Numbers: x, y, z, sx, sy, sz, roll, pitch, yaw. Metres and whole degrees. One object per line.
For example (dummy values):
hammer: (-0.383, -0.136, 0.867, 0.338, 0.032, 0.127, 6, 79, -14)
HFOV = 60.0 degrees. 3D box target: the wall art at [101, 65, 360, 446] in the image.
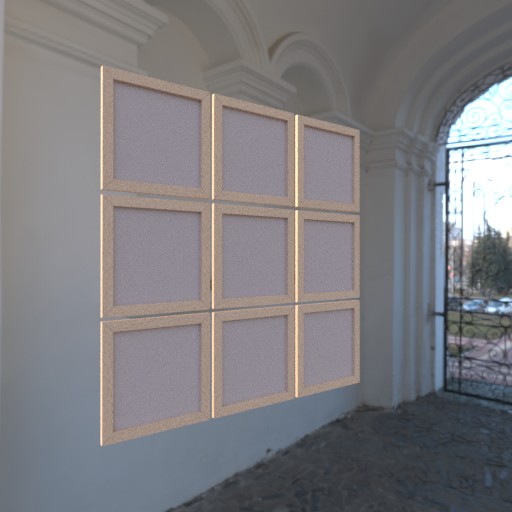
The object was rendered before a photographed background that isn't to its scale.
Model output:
wall art: (0.000, 0.000, 1.768, 1.217, 1.207, 0.016, 0, 0, -36)
